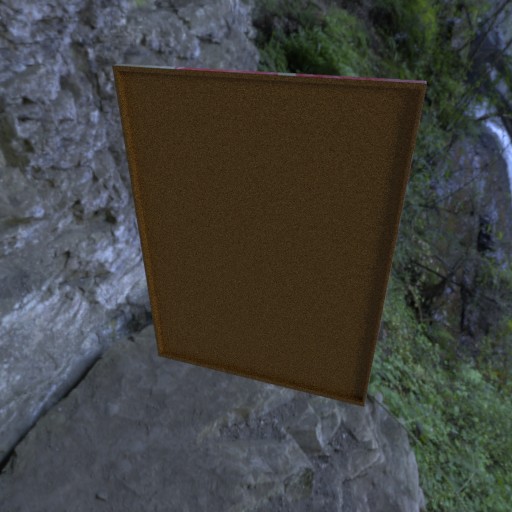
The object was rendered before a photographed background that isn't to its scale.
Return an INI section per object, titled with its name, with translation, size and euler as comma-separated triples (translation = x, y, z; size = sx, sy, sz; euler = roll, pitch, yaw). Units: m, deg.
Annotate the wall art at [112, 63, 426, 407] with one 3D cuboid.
[wall art]
translation = 0.000, 0.000, 1.308
size = 0.762, 1.015, 0.031
euler = 10, 33, 15
